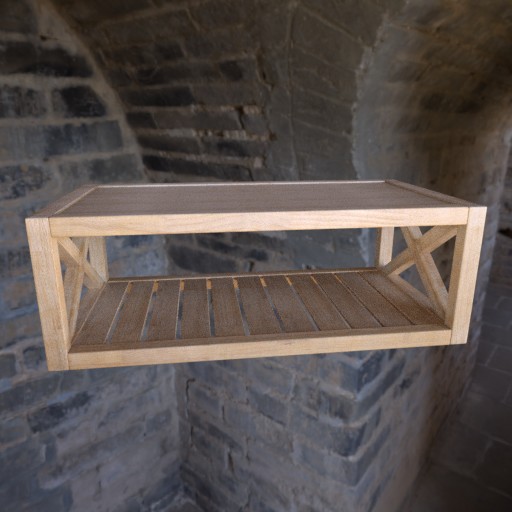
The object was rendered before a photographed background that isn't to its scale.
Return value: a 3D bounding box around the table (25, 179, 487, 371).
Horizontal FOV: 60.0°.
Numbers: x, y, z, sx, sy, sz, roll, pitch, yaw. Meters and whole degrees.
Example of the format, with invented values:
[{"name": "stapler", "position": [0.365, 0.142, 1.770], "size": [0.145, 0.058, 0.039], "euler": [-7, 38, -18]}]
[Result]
[{"name": "table", "position": [0.000, 0.000, 1.620], "size": [1.321, 0.457, 0.660], "euler": [-2, 17, -7]}]
